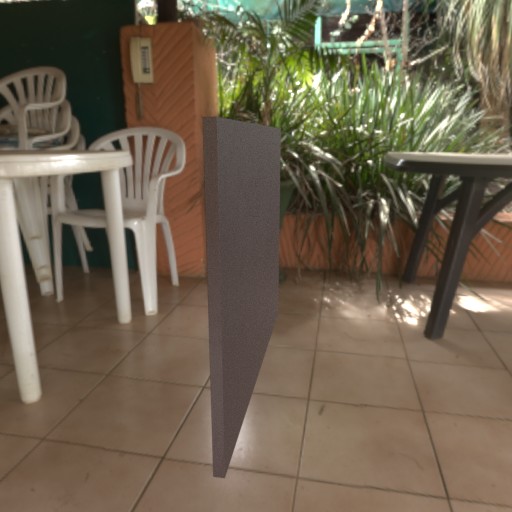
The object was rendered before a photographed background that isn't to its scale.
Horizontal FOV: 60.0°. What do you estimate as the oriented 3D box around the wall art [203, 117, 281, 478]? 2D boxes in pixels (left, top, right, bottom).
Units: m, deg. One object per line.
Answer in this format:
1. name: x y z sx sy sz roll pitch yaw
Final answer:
1. wall art: 0.000 0.000 1.677 0.034 0.952 1.207 3 15 9
